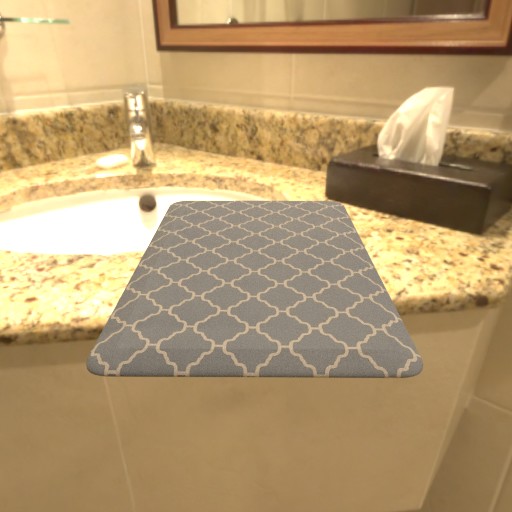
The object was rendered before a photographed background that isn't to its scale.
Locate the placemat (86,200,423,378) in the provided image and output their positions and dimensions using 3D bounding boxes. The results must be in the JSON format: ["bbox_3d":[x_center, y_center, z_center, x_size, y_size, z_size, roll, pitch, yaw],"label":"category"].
[{"bbox_3d":[0.000,0.000,0.977,0.508,0.021,0.762,0,26,0],"label":"placemat"}]
